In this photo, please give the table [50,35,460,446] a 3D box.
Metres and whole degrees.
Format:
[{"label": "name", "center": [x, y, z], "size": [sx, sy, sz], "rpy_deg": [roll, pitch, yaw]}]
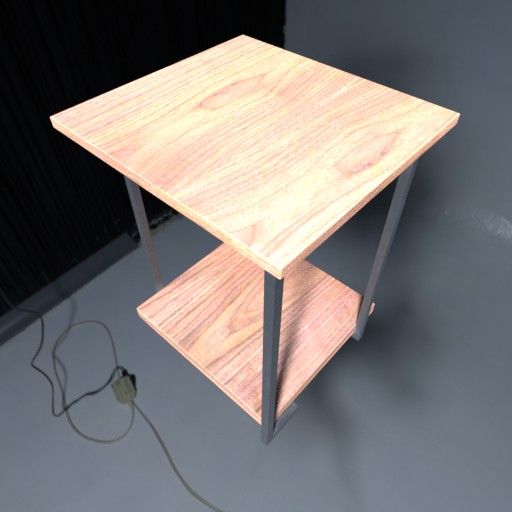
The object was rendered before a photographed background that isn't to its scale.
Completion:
[{"label": "table", "center": [0.000, 0.000, 0.813], "size": [0.411, 0.567, 0.384], "rpy_deg": [34, 55, 27]}]
